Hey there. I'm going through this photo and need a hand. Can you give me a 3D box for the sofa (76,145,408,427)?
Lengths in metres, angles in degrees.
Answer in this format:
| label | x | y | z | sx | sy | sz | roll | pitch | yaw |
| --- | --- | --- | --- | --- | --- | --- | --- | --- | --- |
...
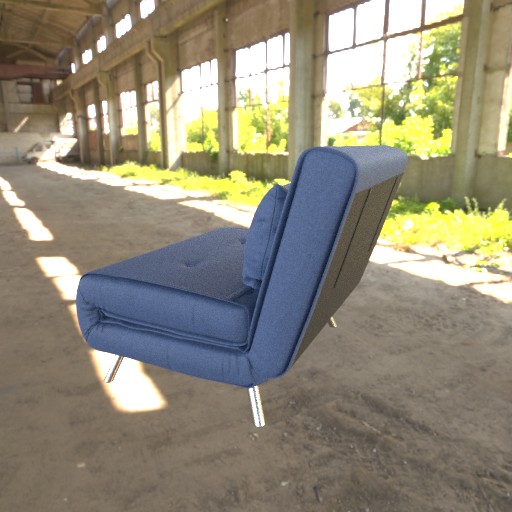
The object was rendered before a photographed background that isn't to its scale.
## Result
| label | x | y | z | sx | sy | sz | roll | pitch | yaw |
| --- | --- | --- | --- | --- | --- | --- | --- | --- | --- |
| sofa | 0.000 | 0.000 | 1.775 | 0.996 | 0.860 | 0.999 | 7 | 16 | 24 |
